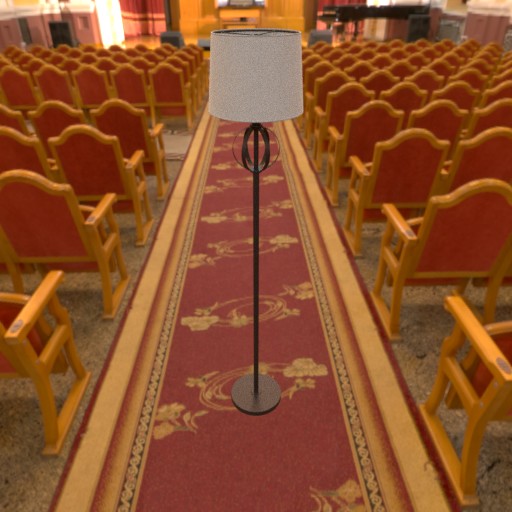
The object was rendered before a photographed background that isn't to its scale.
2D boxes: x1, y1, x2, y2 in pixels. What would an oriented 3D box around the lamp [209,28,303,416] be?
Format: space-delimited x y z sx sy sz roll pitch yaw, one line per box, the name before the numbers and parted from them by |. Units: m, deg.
lamp | 0.000 0.000 1.615 0.286 1.462 0.286 0 31 -1
